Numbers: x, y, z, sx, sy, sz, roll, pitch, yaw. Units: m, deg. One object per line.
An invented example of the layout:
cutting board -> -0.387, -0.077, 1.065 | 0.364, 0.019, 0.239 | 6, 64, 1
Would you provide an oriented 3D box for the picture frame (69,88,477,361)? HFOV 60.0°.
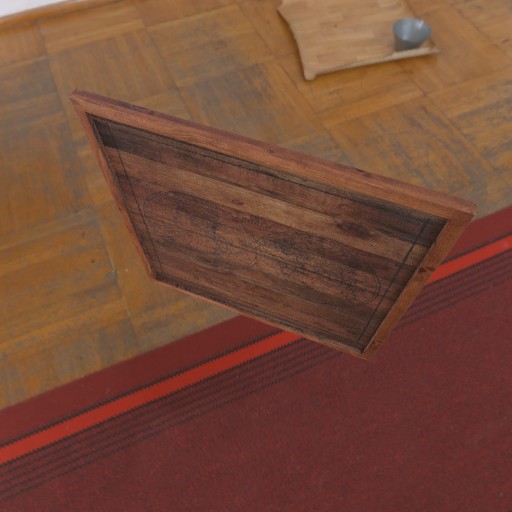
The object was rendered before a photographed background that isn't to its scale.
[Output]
picture frame -> 0.000, 0.000, 1.183 | 0.810, 0.817, 0.029 | 19, 61, 11
